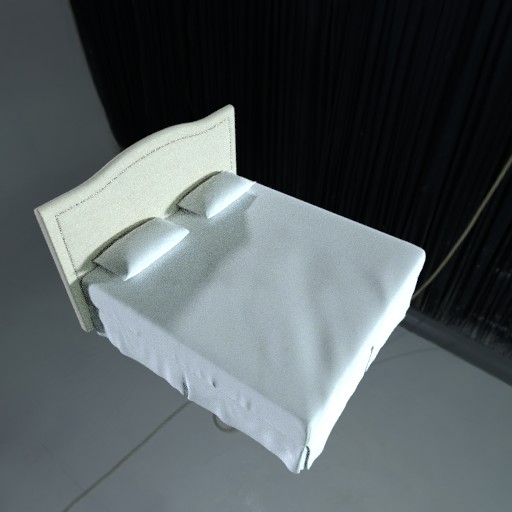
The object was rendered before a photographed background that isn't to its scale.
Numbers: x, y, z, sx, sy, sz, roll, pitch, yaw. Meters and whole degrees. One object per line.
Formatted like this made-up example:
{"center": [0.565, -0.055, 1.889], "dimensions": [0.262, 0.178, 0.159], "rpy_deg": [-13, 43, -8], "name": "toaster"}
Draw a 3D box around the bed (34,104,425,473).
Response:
{"center": [0.000, 0.000, 3.505], "dimensions": [2.182, 1.421, 2.083], "rpy_deg": [26, 48, 26], "name": "bed"}
